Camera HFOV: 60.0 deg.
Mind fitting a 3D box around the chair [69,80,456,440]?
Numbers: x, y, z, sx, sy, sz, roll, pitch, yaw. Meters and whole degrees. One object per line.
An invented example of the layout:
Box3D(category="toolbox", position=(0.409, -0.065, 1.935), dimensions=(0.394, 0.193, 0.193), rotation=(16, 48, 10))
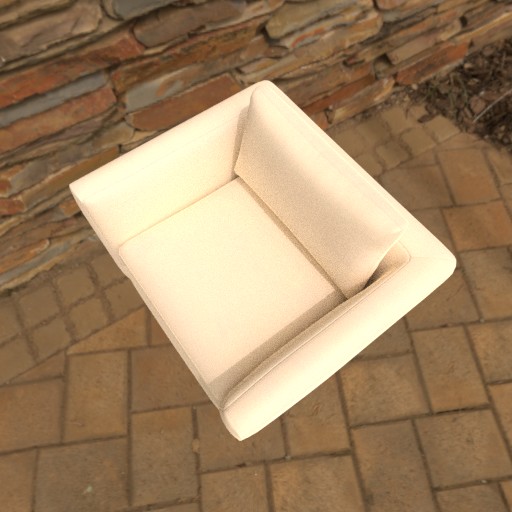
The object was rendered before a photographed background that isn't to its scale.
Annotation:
Box3D(category="chair", position=(0.000, 0.000, 1.701), dimensions=(0.889, 0.865, 1.041), rotation=(-34, 68, -15))
